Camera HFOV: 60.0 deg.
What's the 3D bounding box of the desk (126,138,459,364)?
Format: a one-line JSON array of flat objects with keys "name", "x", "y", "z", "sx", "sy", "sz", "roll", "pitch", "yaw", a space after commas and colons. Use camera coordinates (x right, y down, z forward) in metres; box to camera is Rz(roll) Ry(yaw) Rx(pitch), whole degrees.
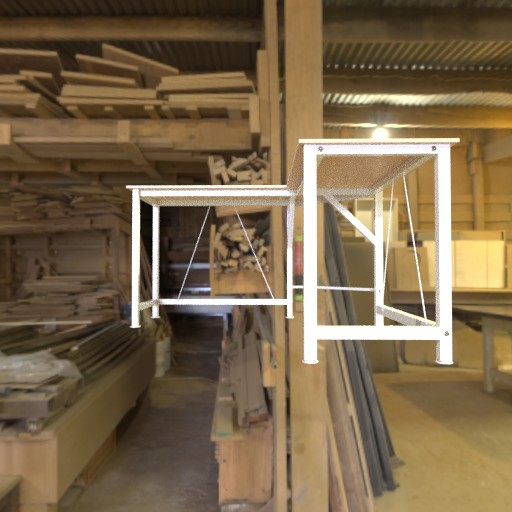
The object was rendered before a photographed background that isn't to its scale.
[{"name": "desk", "x": 0.000, "y": 0.000, "z": 2.200, "sx": 1.400, "sy": 0.762, "sz": 1.400, "roll": 0, "pitch": -1, "yaw": 1}]
